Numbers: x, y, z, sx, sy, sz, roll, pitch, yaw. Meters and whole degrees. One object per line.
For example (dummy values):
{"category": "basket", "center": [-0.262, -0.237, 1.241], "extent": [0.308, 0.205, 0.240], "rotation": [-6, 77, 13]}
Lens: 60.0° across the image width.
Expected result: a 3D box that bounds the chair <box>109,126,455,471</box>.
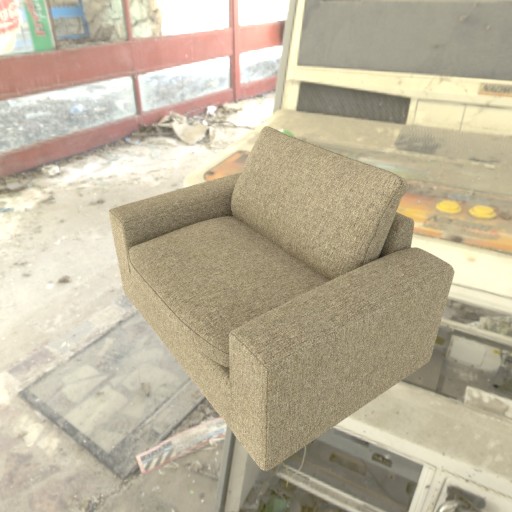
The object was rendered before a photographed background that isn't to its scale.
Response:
{"category": "chair", "center": [0.000, 0.000, 2.108], "extent": [1.039, 0.915, 1.398], "rotation": [-20, 37, -30]}
